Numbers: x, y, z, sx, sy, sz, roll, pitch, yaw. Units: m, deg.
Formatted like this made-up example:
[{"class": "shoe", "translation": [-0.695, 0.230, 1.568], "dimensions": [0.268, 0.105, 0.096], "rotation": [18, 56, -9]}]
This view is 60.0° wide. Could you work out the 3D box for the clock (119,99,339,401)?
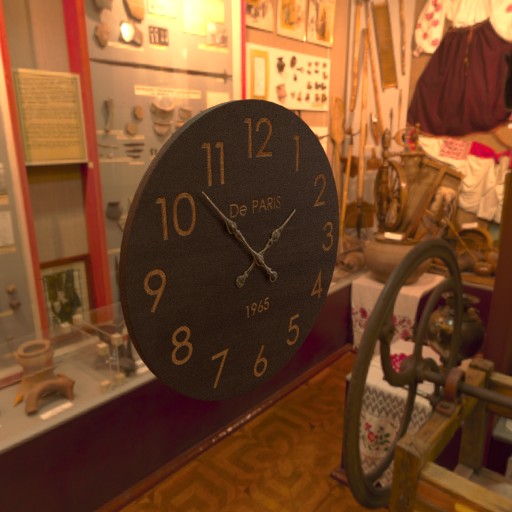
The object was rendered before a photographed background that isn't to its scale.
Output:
[{"class": "clock", "translation": [0.000, 0.000, 0.891], "dimensions": [0.029, 0.595, 0.595], "rotation": [14, 21, 41]}]
